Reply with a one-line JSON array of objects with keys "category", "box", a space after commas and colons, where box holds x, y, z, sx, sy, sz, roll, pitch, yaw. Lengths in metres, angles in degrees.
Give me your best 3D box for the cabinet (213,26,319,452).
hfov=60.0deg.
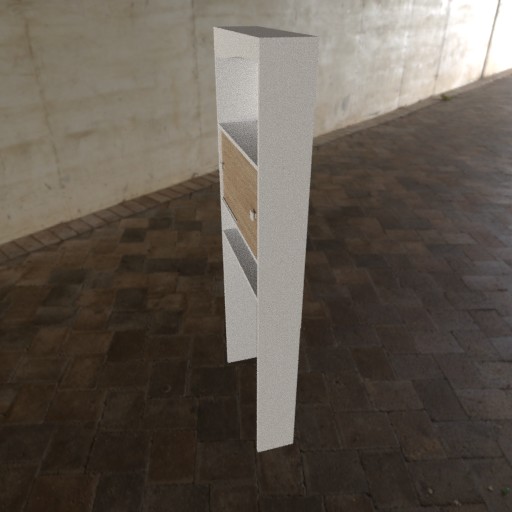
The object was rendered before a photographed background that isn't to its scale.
[{"category": "cabinet", "box": [0.000, 0.000, 1.952, 0.192, 1.770, 0.643, -8, 31, -14]}]
